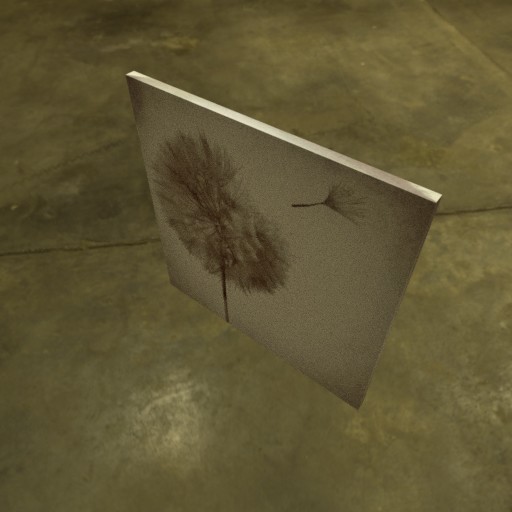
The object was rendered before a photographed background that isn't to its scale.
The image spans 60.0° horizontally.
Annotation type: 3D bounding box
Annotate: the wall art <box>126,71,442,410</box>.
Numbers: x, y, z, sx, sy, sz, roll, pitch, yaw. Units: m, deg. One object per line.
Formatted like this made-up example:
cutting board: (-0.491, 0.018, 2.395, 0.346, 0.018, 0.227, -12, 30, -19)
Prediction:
wall art: (0.000, 0.000, 1.161, 0.762, 0.762, 0.027, 30, 53, 25)
